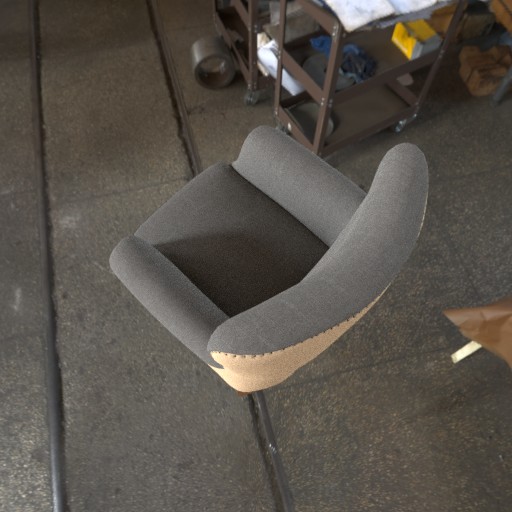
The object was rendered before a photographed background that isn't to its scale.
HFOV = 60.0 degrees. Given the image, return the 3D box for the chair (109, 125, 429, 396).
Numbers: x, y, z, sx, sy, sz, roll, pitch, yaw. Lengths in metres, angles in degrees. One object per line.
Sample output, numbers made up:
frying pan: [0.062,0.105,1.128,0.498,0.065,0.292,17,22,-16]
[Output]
chair: [0.000,0.000,1.641,0.921,0.936,0.861,38,68,18]
